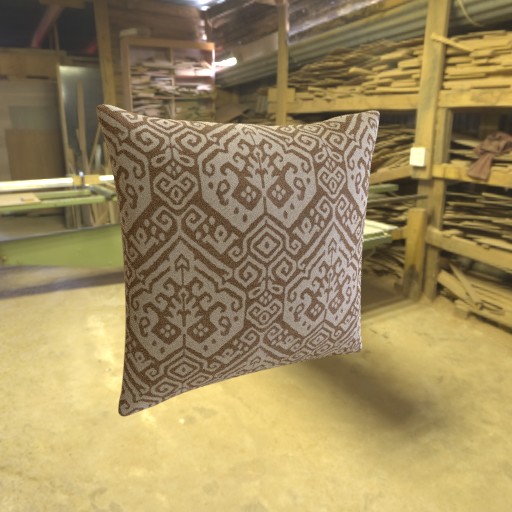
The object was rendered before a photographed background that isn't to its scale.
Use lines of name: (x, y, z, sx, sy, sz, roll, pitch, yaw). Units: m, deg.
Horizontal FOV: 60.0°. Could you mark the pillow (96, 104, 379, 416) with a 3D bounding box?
pillow: (0.000, 0.000, 0.641, 0.419, 0.407, 0.173, -8, 18, -26)
